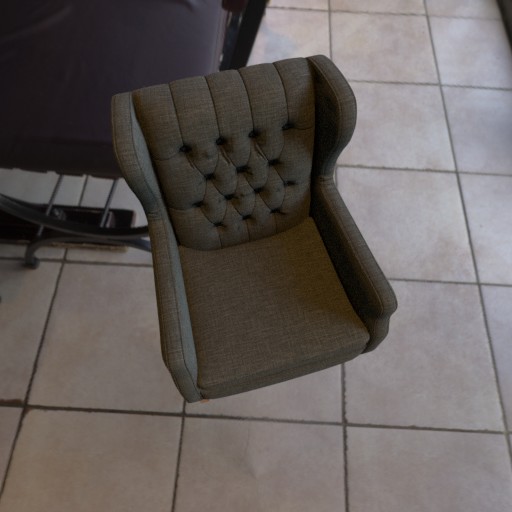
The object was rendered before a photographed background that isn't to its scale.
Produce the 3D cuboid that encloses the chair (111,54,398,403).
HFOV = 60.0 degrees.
[{"bbox_3d":[0.000,0.000,1.496,0.711,0.953,0.775,-14,64,-7],"label":"chair"}]
